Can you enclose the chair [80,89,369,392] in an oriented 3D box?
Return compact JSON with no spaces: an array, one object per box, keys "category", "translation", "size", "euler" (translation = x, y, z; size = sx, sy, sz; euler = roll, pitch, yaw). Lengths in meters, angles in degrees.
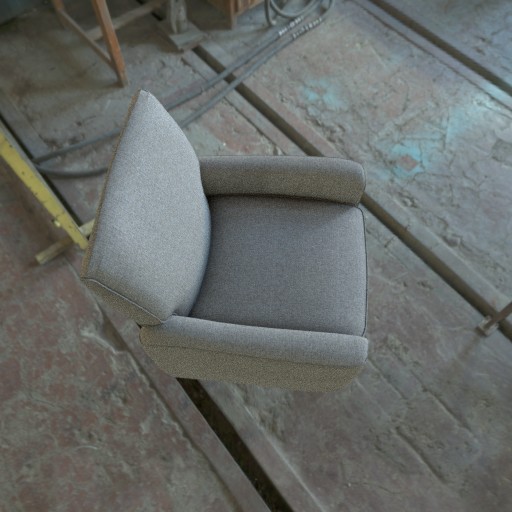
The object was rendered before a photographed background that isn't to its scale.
[{"category":"chair","translation":[0.000,0.000,1.670],"size":[0.864,1.014,0.848],"euler":[5,63,2]}]
